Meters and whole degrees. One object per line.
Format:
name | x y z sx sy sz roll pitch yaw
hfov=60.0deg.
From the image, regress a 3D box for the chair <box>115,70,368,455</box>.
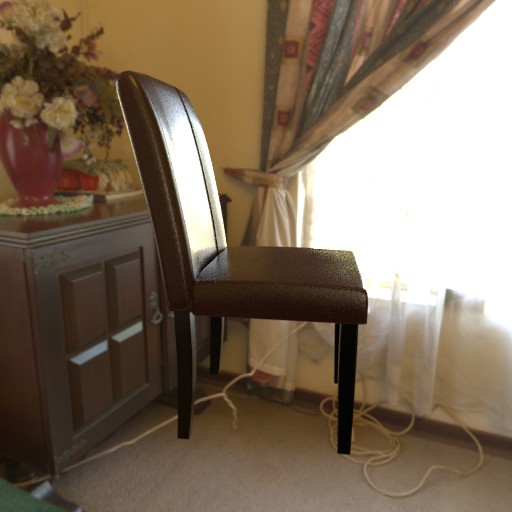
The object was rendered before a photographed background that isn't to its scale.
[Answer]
chair | 0.000 0.000 1.186 0.556 0.897 0.399 2 14 8
